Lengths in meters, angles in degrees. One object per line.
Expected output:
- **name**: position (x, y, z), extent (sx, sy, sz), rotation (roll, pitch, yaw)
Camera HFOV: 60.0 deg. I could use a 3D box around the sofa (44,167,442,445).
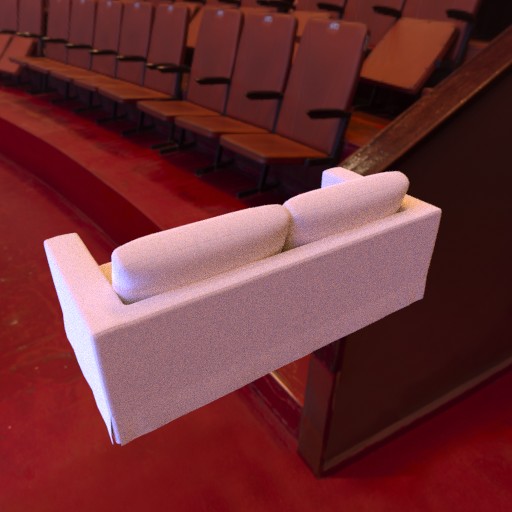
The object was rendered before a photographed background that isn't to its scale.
- **sofa**: position (0.000, 0.000, 2.656), extent (2.163, 0.881, 0.954), rotation (-18, 35, -28)
